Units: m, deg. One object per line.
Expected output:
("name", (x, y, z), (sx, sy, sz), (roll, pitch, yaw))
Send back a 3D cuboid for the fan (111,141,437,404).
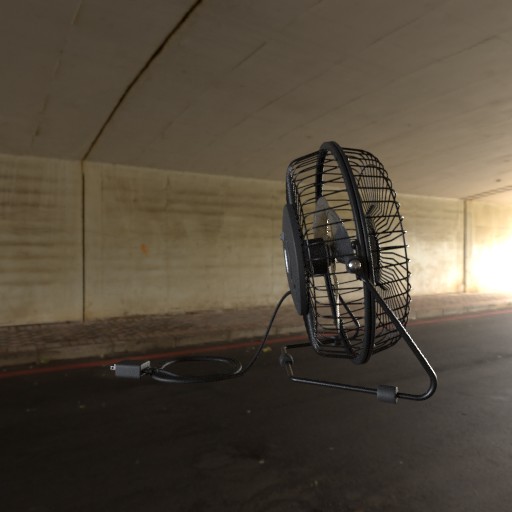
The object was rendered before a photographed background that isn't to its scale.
("fan", (0.000, 0.000, 0.374), (0.227, 0.188, 0.209), (0, 0, 0))
